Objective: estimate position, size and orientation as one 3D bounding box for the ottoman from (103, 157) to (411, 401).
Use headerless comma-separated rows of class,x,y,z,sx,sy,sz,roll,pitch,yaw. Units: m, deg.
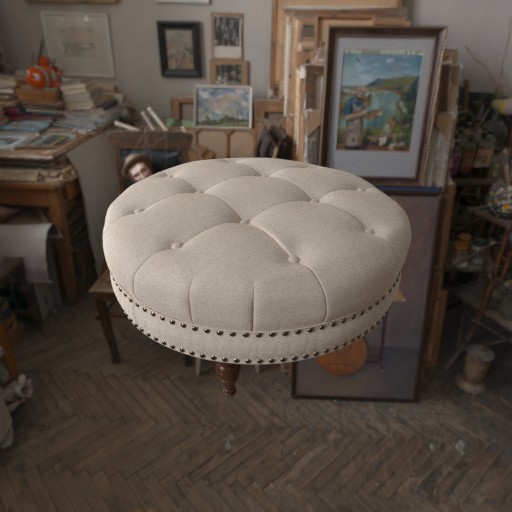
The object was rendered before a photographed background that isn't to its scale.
ottoman,0.000,0.000,1.461,0.940,0.483,0.940,0,30,0
